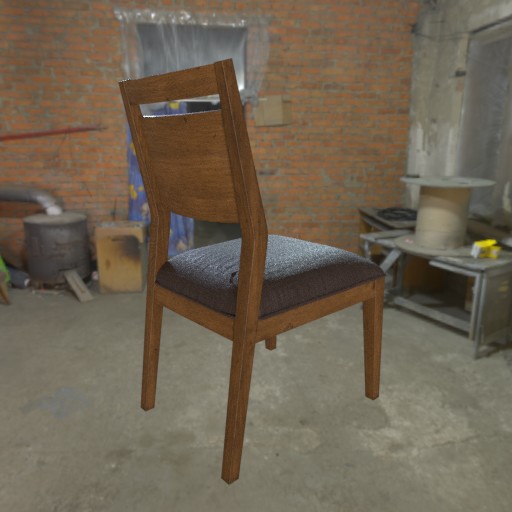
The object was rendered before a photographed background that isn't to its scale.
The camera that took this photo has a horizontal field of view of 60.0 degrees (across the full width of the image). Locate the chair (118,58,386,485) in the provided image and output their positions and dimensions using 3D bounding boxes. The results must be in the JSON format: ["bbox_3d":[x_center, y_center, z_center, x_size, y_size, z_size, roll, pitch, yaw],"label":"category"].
[{"bbox_3d":[0.000,0.000,1.268,0.610,0.939,0.501,-13,19,-41],"label":"chair"}]
